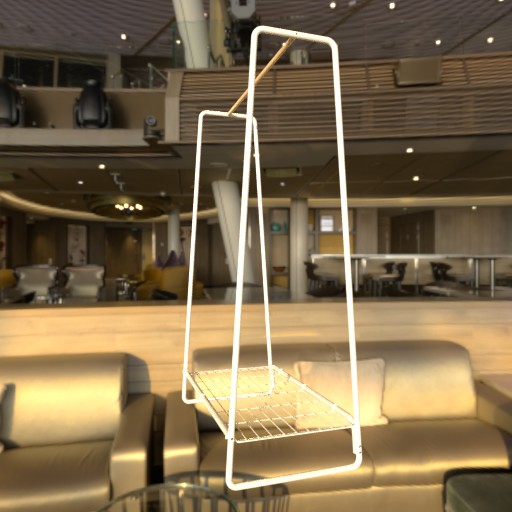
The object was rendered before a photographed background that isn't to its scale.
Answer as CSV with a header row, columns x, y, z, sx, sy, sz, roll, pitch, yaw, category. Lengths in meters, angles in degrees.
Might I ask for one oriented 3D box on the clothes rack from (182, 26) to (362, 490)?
x,y,z,sx,sy,sz,roll,pitch,yaw,category
0.000,0.000,1.903,0.495,1.500,0.900,0,0,-18,clothes rack
